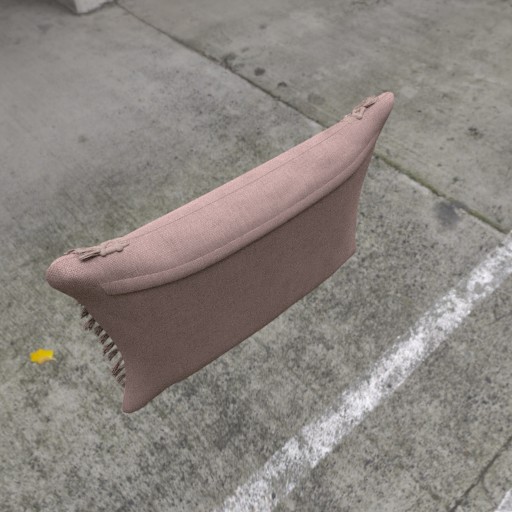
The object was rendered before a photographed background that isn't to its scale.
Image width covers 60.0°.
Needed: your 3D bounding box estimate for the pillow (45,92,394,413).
[{"bbox_3d":[0.000,0.000,0.578,0.466,0.305,0.084,-33,56,-26],"label":"pillow"}]
